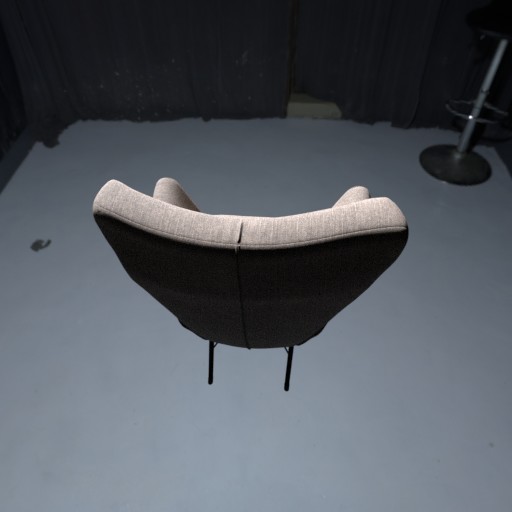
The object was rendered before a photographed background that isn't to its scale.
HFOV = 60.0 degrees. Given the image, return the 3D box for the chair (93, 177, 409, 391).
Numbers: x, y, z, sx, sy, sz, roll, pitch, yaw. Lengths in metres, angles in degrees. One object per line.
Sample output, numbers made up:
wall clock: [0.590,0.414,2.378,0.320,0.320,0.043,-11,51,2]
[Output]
chair: [0.000,0.000,1.789,0.980,1.040,0.900,3,47,3]
